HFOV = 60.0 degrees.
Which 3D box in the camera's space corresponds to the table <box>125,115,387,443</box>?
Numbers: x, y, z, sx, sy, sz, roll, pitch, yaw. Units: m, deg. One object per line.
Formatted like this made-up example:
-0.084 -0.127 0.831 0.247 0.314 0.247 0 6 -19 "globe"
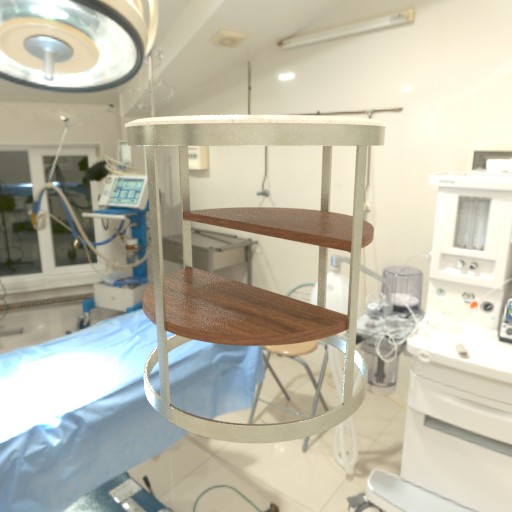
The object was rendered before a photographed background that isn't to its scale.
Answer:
0.000 0.000 0.770 0.407 0.447 0.407 0 14 0 "table"
